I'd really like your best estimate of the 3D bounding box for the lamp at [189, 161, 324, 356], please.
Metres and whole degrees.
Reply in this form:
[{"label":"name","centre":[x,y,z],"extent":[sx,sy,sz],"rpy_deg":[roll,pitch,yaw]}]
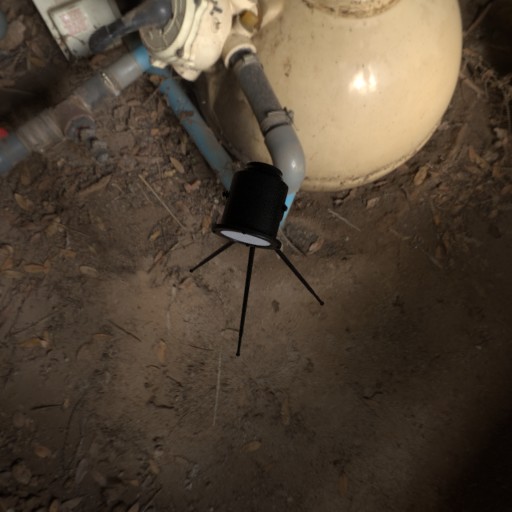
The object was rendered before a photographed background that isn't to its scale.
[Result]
[{"label":"lamp","centre":[0.000,0.000,2.095],"extent":[0.879,1.504,0.884],"rpy_deg":[14,75,4]}]
